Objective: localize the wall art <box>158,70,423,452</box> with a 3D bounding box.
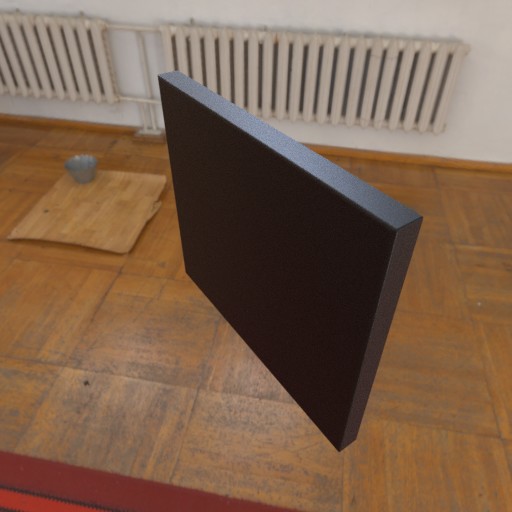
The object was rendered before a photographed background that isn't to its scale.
[{"bbox_3d":[0.000,0.000,0.537,0.028,0.330,0.380,-25,47,-26],"label":"wall art"}]
